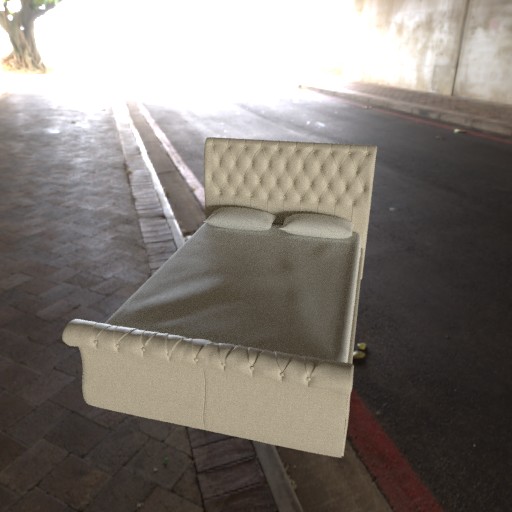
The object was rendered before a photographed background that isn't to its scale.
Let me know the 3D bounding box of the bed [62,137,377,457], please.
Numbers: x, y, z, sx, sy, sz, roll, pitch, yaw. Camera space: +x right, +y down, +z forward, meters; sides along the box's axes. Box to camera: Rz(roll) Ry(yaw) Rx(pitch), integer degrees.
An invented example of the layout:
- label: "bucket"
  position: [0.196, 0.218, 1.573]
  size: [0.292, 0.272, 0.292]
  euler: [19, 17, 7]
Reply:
- label: "bed"
  position: [0.000, 0.000, 3.353]
  size: [1.606, 1.268, 2.493]
  euler: [6, 26, 13]
